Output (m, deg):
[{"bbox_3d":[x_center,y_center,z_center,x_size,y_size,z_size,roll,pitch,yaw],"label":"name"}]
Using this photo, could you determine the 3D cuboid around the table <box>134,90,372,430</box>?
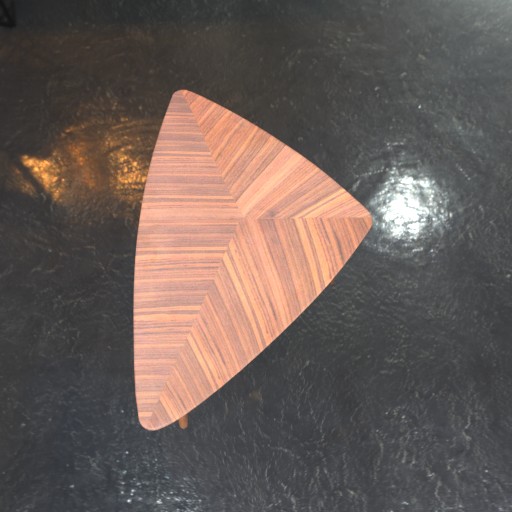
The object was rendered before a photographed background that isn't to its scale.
[{"bbox_3d":[0.000,0.000,1.300,0.601,0.365,1.008,-1,60,-1],"label":"table"}]
